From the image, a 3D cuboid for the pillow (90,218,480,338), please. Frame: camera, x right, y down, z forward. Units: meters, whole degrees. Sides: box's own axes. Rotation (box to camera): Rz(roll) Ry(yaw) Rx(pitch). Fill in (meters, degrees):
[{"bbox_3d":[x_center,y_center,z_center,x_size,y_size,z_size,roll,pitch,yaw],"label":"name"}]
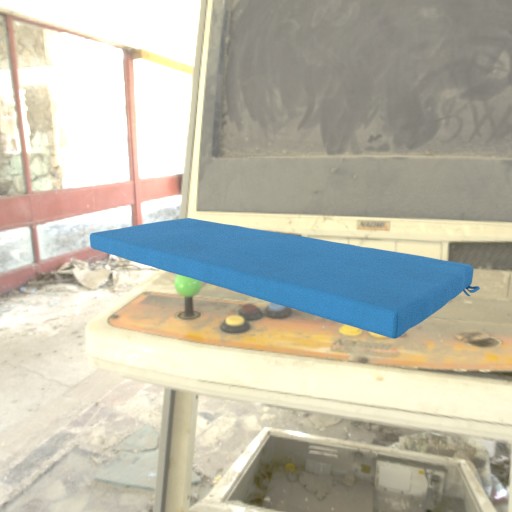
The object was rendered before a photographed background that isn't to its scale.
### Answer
[{"bbox_3d":[0.000,0.000,1.363,1.187,0.081,0.492,12,19,40],"label":"pillow"}]
